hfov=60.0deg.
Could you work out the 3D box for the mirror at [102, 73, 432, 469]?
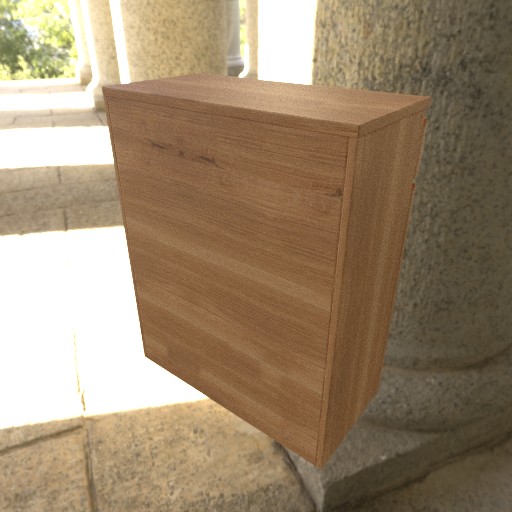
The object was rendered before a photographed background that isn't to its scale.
[{"bbox_3d":[0.000,0.000,1.421,0.800,1.000,0.400,21,35,33],"label":"mirror"}]
